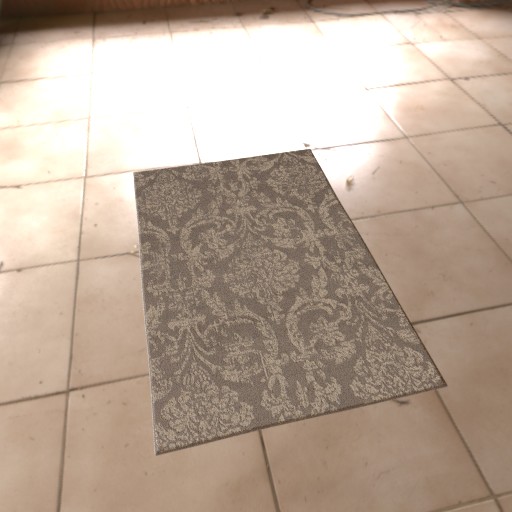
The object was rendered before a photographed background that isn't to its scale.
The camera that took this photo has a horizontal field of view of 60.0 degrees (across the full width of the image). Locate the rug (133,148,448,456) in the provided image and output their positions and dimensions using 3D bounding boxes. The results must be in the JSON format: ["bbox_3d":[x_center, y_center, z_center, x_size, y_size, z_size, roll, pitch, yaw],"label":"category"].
[{"bbox_3d":[0.000,0.000,2.356,1.206,0.012,1.824,-10,47,-9],"label":"rug"}]
